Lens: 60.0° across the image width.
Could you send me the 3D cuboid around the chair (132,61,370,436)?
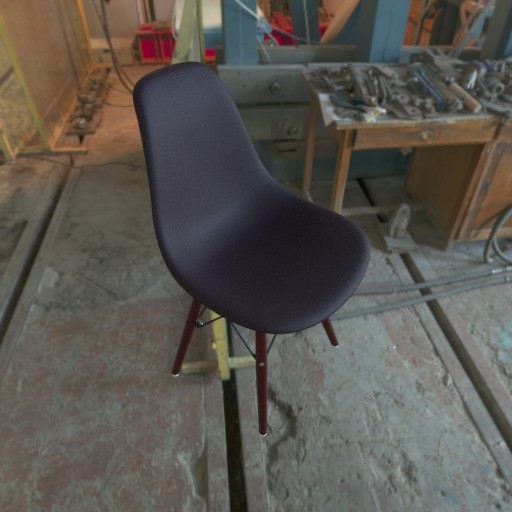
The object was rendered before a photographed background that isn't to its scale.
[{"bbox_3d":[0.000,0.000,1.131,0.533,0.826,0.470,27,47,28],"label":"chair"}]
